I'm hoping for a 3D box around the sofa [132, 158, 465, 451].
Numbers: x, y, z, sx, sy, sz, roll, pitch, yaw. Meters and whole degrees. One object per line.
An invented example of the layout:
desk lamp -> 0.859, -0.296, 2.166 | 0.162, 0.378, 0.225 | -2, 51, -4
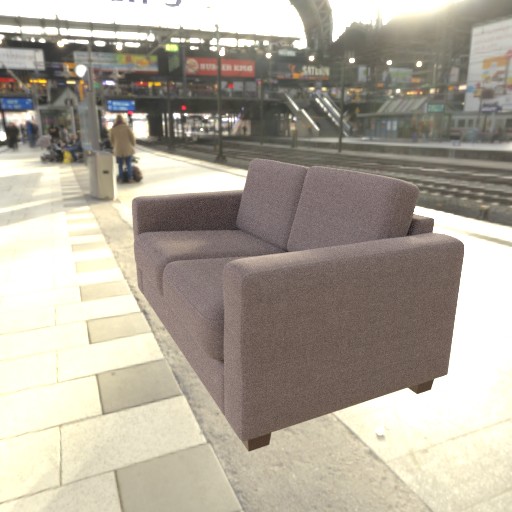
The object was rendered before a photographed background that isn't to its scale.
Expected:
sofa -> 0.000, 0.000, 2.031 | 0.900, 0.800, 1.520 | -8, 18, -25
